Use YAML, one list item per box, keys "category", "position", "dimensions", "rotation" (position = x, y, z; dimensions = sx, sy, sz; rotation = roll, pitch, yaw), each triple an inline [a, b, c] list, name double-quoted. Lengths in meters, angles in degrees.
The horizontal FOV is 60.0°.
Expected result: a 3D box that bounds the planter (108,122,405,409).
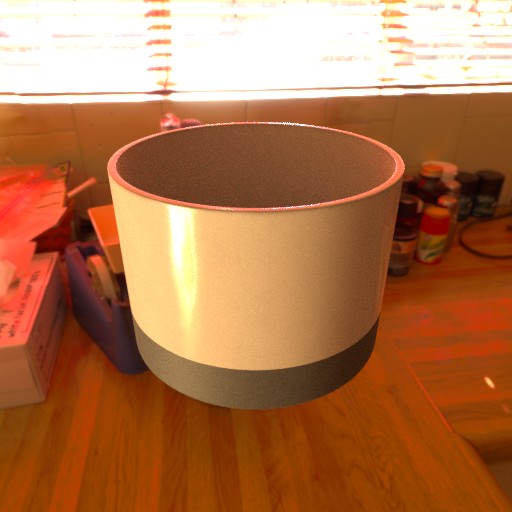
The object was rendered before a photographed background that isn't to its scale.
- category: "planter"
  position: [0.000, 0.000, 0.225]
  dimensions: [0.128, 0.105, 0.128]
  rotation: [0, 29, 0]
